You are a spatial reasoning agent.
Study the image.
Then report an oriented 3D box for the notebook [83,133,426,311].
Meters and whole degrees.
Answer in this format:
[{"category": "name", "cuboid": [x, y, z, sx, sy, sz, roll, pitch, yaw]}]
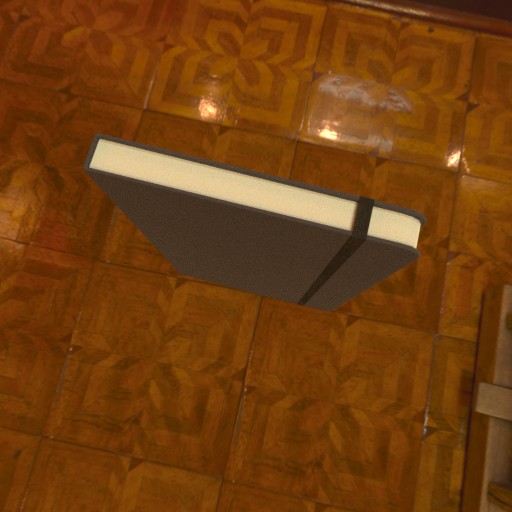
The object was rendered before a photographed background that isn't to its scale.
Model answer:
[{"category": "notebook", "cuboid": [0.000, 0.000, 0.263, 0.127, 0.213, 0.016, 14, 78, 3]}]
